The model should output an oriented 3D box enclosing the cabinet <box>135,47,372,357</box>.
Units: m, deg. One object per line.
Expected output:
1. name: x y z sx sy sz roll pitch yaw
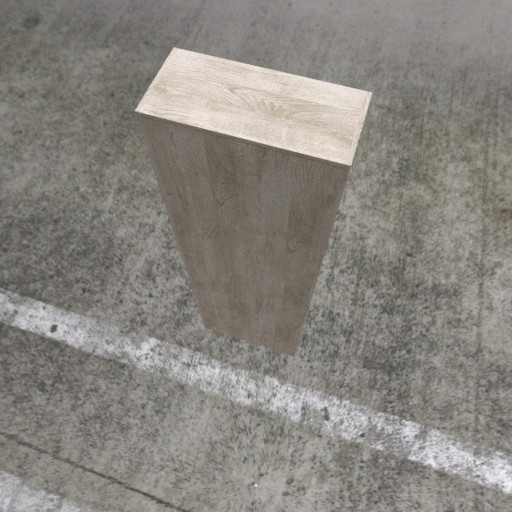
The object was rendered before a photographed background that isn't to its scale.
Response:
1. cabinet: 0.000 0.000 1.783 0.520 1.630 0.250 16 64 8
